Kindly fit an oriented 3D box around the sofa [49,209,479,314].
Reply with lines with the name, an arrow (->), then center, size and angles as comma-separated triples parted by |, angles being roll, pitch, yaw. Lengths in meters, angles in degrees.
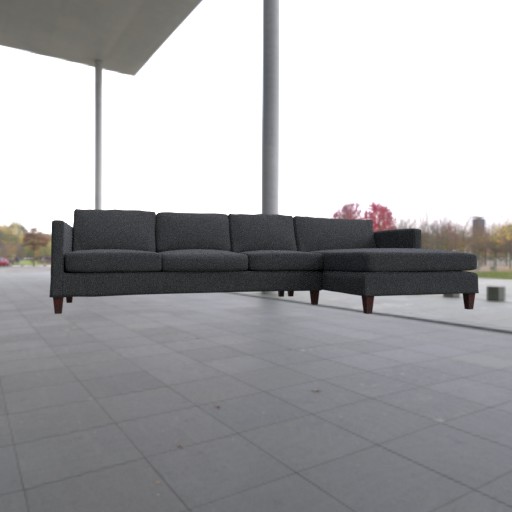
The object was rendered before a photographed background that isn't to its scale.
sofa -> 0.000, 0.000, 3.769 | 3.186, 0.846, 1.625 | 0, 0, -18
